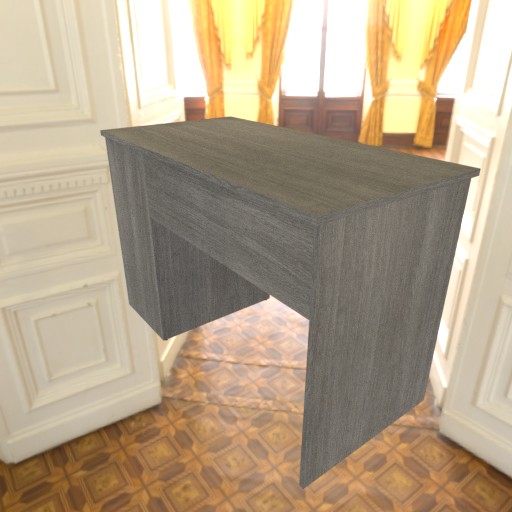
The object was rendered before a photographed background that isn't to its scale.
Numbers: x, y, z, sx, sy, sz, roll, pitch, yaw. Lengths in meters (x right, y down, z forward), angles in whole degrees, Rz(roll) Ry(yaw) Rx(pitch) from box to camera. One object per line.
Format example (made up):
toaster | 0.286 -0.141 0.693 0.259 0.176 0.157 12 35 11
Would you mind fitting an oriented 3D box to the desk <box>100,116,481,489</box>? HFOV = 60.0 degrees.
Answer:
desk | 0.000 0.000 1.493 0.560 0.735 1.097 -18 31 -33
